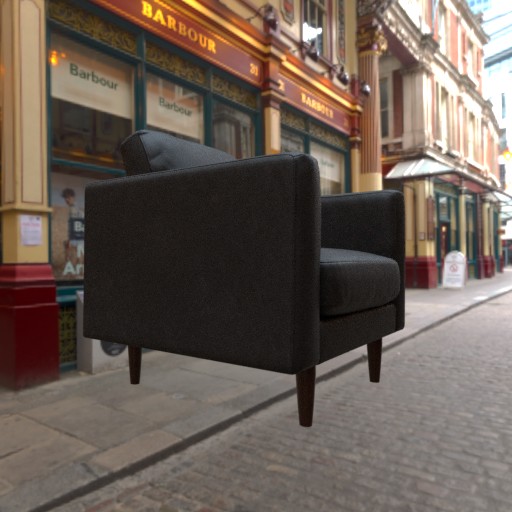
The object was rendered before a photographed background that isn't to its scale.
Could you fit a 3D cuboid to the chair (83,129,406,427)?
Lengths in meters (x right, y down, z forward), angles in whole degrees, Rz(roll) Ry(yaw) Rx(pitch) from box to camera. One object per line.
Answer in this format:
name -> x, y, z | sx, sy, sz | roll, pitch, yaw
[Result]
chair -> 0.000, 0.000, 1.578 | 0.879, 0.898, 0.831 | 0, -1, 35
